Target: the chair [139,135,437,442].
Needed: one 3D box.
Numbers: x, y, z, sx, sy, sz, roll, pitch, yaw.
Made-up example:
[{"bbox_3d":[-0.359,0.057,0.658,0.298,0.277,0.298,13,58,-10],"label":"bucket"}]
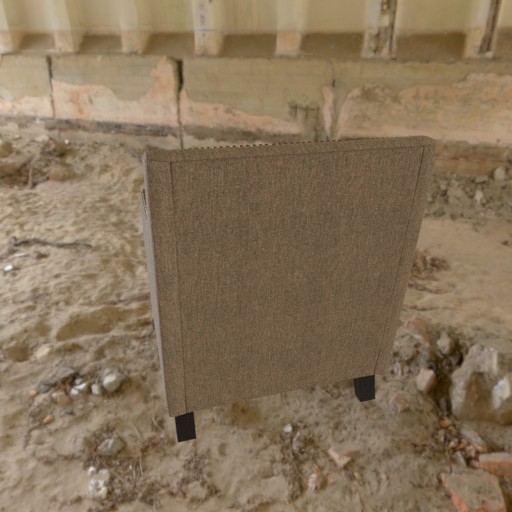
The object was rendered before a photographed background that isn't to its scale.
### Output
[{"bbox_3d":[0.000,0.000,1.641,0.776,0.967,0.884,-7,26,-15],"label":"chair"}]
